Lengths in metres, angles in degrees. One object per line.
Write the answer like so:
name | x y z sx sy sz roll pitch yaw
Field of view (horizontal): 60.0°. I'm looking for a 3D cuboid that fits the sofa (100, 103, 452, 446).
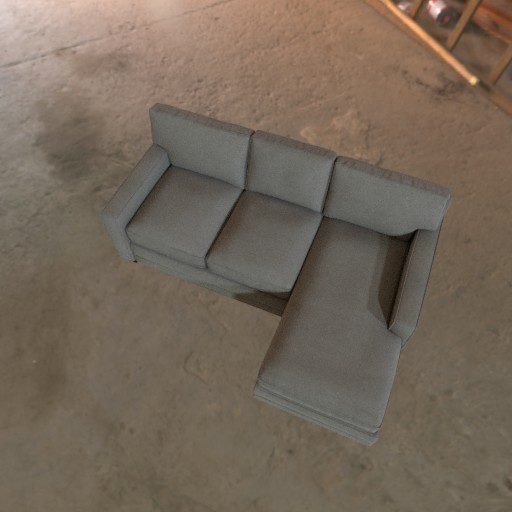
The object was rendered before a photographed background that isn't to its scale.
sofa | 0.000 0.000 2.858 2.087 0.861 1.496 20 60 12
